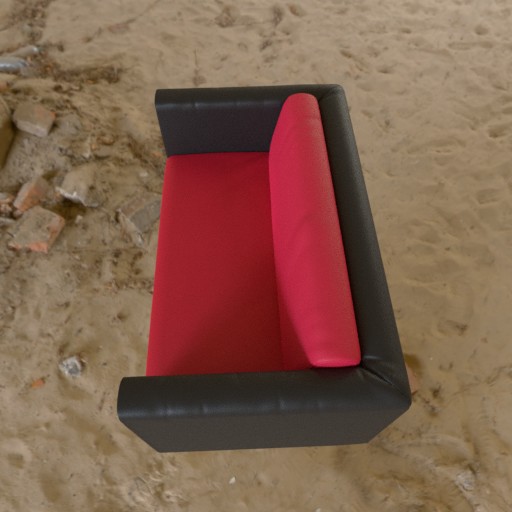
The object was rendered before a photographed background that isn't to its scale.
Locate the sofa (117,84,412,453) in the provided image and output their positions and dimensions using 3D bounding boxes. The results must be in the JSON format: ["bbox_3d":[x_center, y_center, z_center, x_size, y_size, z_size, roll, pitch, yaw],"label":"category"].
[{"bbox_3d":[0.000,0.000,1.855,0.845,0.735,1.410,-2,58,-1],"label":"sofa"}]
